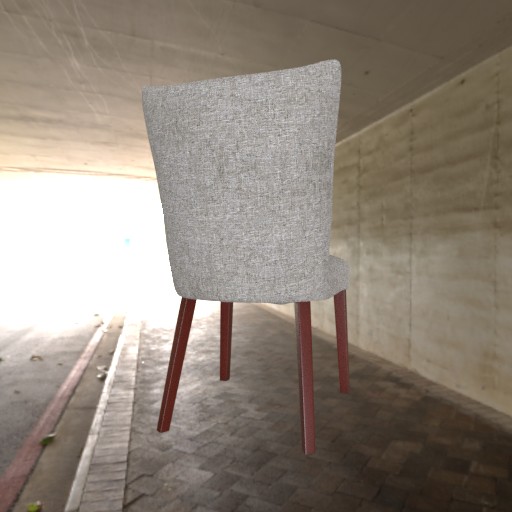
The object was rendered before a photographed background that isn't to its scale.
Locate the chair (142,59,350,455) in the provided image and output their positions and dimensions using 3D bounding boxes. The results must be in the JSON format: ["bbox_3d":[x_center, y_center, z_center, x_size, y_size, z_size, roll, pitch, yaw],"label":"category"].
[{"bbox_3d":[0.000,0.000,1.290,0.535,0.924,0.623,0,1,19],"label":"chair"}]
